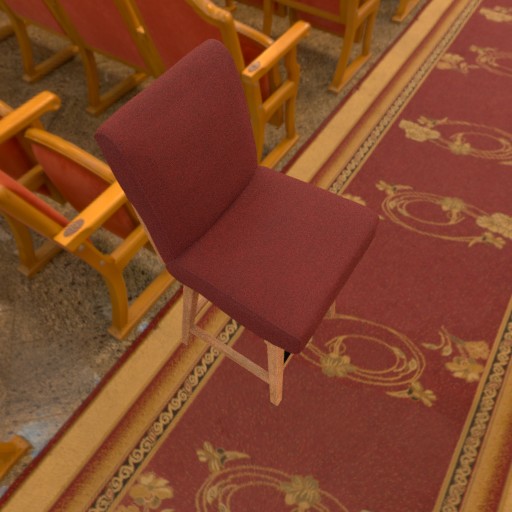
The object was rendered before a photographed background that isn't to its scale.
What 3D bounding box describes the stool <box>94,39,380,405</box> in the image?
[{"bbox_3d":[0.000,0.000,1.346,0.562,1.038,0.468,29,62,17],"label":"stool"}]
